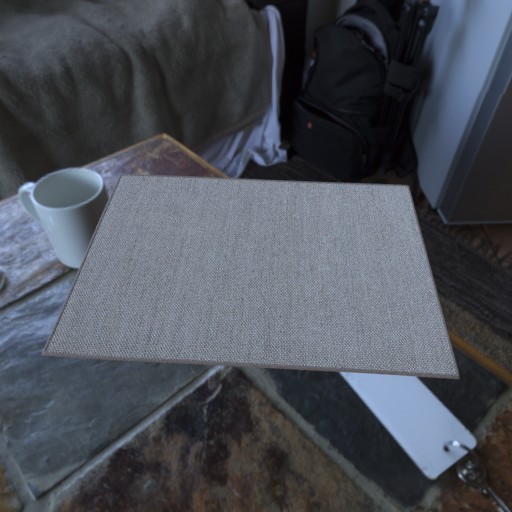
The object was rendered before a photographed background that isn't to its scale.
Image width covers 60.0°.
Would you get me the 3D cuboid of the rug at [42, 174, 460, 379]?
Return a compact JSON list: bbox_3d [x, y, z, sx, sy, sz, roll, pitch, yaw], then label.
[{"bbox_3d":[0.000,0.000,2.730,2.115,0.013,1.517,3,48,2],"label":"rug"}]
